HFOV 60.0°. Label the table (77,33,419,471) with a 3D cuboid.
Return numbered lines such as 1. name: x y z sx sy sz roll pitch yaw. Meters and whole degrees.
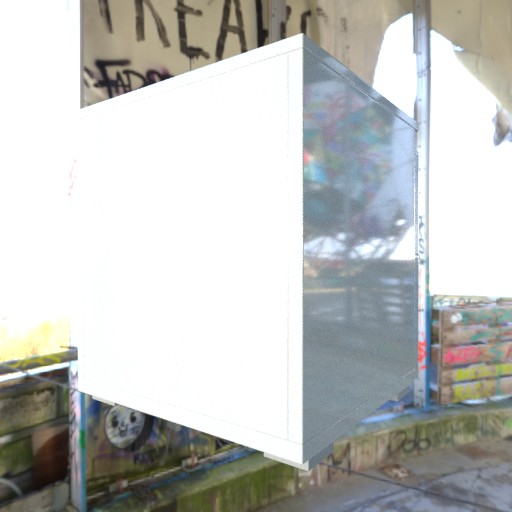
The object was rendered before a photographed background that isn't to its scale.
1. table: 0.000 0.000 0.750 0.420 0.470 0.400 0 0 37
